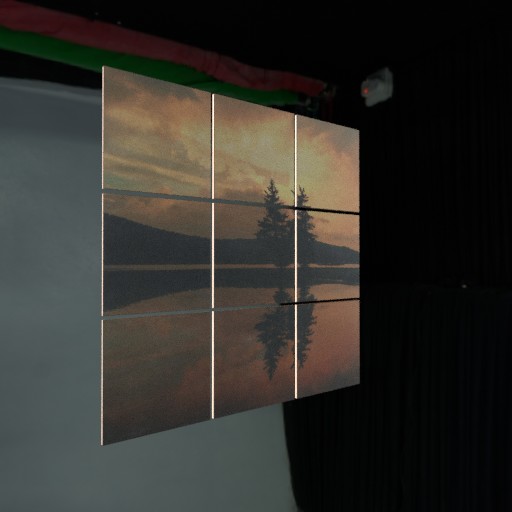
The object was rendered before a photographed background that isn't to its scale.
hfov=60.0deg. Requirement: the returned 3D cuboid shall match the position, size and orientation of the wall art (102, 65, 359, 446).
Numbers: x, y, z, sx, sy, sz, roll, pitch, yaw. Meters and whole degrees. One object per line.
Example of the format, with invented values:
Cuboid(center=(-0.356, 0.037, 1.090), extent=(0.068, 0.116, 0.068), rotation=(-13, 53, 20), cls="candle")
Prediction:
Cuboid(center=(0.000, 0.000, 1.780), extent=(1.216, 1.218, 0.013), rotation=(0, -1, -36), cls="wall art")
